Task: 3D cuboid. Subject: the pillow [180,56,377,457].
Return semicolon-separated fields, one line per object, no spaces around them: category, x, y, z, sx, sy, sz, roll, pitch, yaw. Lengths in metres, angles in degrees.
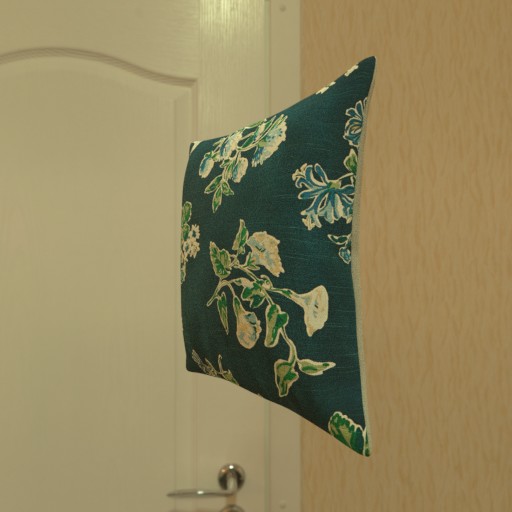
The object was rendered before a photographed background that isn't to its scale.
pillow;0.000;0.000;0.774;0.166;0.508;0.525;0;0;-34
